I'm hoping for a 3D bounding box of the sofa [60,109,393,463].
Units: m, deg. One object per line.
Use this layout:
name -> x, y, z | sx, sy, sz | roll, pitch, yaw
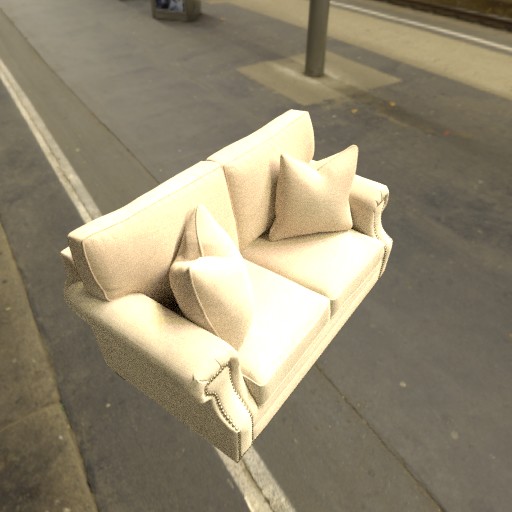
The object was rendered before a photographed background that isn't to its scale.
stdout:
sofa -> 0.000, 0.000, 2.319 | 0.966, 0.966, 1.701 | 25, 46, 27
